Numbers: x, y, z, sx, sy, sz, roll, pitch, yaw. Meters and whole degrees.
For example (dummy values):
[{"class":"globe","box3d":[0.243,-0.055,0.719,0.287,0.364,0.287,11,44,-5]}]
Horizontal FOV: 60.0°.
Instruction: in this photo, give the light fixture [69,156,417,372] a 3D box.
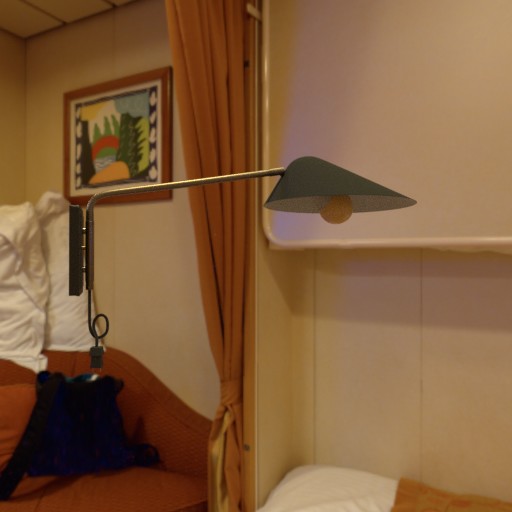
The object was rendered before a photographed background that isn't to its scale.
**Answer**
[{"class":"light fixture","box3d":[0.000,0.000,0.670,0.516,0.312,0.240,0,-1,-18]}]
